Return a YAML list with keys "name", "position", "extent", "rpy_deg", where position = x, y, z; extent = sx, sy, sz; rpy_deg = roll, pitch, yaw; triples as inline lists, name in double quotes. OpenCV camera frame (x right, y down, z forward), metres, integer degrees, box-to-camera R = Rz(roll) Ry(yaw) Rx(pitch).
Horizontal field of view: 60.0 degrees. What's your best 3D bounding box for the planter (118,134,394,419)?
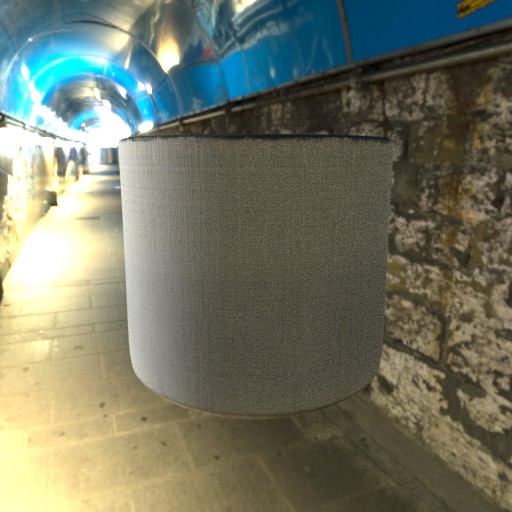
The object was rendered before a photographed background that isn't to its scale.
- name: "planter"
  position: [0.000, 0.000, 0.394]
  extent: [0.226, 0.201, 0.226]
  rpy_deg: [0, 13, 0]
